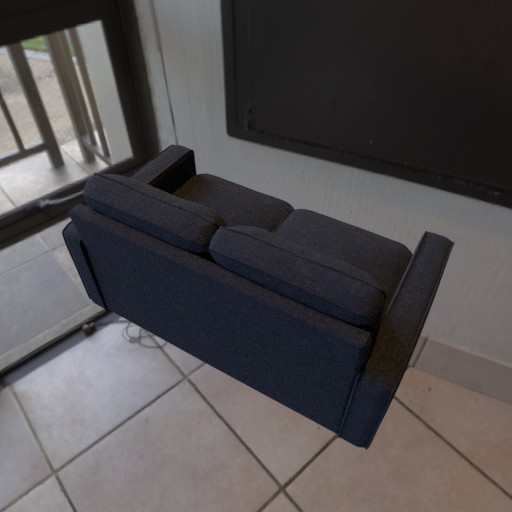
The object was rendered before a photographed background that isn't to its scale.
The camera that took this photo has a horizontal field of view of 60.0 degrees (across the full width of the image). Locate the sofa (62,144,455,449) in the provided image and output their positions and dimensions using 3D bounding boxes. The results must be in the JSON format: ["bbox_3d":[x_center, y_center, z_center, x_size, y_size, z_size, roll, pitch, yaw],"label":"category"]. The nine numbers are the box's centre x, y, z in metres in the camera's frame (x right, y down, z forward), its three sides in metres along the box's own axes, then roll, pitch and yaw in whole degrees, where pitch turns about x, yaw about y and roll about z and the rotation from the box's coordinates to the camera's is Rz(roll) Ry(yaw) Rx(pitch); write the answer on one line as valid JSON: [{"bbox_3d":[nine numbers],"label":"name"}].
[{"bbox_3d":[0.000,0.000,2.252,1.709,0.918,0.947,23,50,20],"label":"sofa"}]
